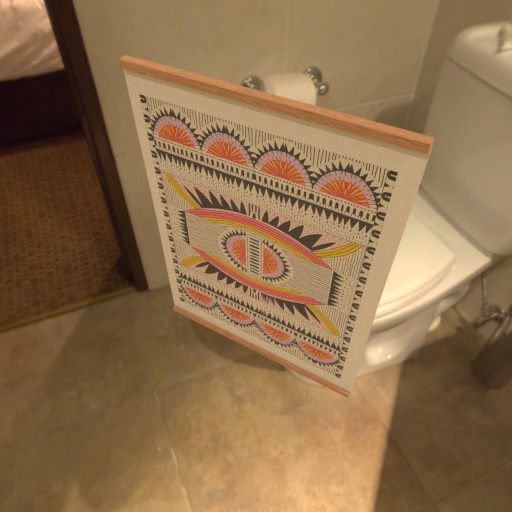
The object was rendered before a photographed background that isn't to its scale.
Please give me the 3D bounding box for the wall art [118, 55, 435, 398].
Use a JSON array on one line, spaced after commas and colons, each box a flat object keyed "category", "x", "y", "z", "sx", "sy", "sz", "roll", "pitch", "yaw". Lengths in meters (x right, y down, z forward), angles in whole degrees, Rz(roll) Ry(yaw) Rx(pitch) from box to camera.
[{"category": "wall art", "x": 0.000, "y": 0.000, "z": 1.324, "sx": 0.765, "sy": 1.016, "sz": 0.028, "roll": 23, "pitch": 50, "yaw": 20}]
